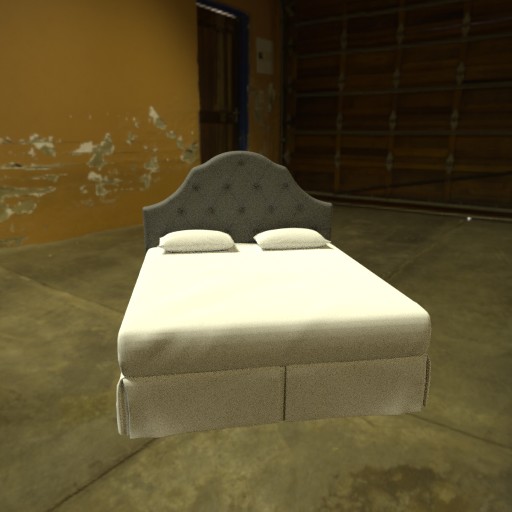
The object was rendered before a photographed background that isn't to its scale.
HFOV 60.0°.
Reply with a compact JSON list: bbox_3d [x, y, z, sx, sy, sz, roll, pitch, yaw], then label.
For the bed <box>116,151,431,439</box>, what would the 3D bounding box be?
[{"bbox_3d":[0.000,0.000,3.584,2.008,1.615,2.214,-2,14,-8],"label":"bed"}]
